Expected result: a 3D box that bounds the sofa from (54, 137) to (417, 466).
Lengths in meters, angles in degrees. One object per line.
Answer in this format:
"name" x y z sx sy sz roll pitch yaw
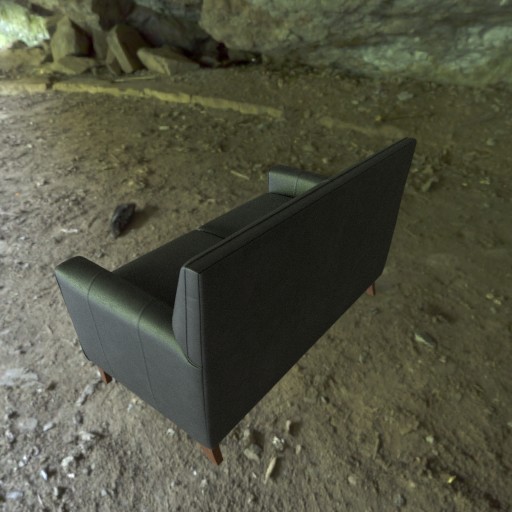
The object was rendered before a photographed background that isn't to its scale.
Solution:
"sofa" 0.000 0.000 1.989 0.787 0.871 1.473 21 36 32
